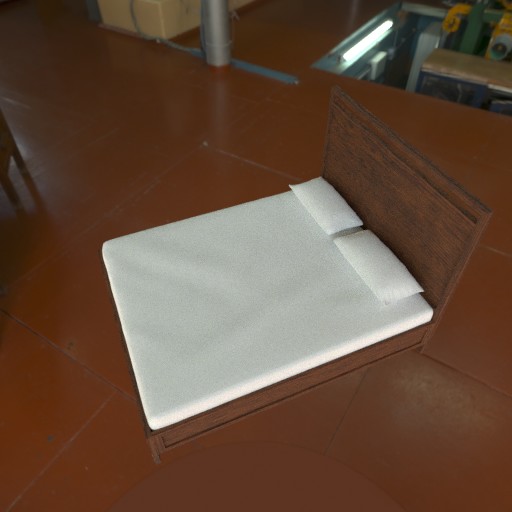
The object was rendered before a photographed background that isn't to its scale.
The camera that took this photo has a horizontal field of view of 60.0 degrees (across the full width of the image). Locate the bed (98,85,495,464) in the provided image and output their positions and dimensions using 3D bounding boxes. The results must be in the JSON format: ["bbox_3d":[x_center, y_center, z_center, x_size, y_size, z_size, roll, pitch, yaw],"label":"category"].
[{"bbox_3d":[0.000,0.000,3.327,2.218,1.487,1.765,-17,48,-16],"label":"bed"}]
